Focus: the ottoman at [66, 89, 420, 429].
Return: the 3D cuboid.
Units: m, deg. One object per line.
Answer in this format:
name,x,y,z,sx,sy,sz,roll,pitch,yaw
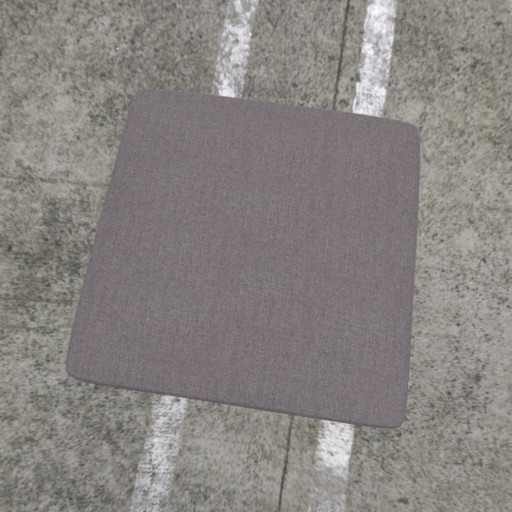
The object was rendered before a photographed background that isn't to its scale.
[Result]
ottoman,0.000,0.000,1.310,0.843,0.436,0.840,8,75,2
